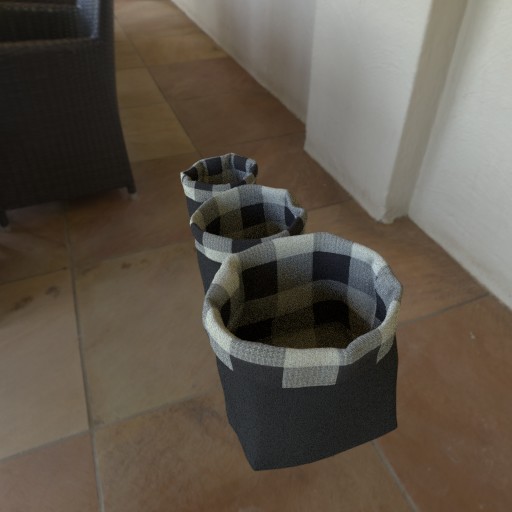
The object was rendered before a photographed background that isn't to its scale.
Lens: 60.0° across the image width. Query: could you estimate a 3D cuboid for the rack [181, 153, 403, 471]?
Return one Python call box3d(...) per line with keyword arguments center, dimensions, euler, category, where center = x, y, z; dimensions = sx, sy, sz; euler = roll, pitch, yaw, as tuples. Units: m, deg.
box3d(center=(0.000, 0.000, 1.080), dimensions=(0.370, 0.329, 0.889), euler=(-12, 43, -14), category="rack")
